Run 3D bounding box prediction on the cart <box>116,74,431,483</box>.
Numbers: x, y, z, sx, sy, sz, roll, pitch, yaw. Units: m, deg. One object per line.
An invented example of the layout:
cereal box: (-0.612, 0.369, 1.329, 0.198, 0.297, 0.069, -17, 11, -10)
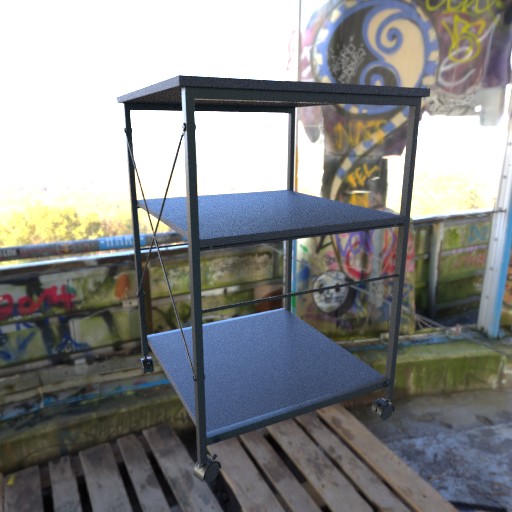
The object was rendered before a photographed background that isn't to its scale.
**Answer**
cart: (0.000, 0.000, 1.101, 0.520, 0.762, 0.521, -8, 18, -26)
